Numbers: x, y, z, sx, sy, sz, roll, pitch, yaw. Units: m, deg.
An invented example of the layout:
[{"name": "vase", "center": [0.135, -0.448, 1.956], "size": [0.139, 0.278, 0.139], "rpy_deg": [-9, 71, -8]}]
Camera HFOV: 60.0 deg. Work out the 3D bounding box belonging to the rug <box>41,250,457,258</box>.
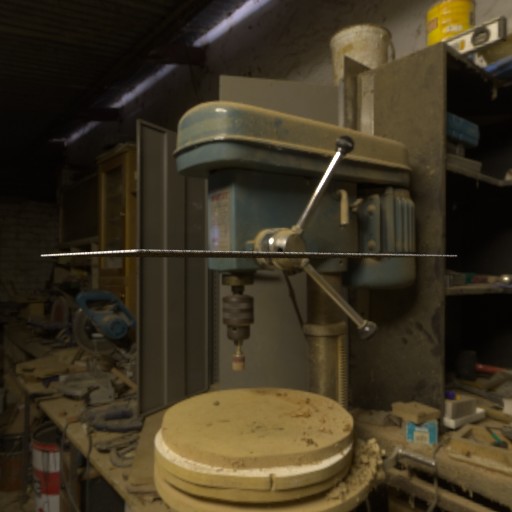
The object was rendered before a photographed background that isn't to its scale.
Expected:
[{"name": "rug", "center": [0.000, 0.000, 2.334], "size": [1.824, 0.008, 1.220], "rpy_deg": [1, -1, -38]}]
